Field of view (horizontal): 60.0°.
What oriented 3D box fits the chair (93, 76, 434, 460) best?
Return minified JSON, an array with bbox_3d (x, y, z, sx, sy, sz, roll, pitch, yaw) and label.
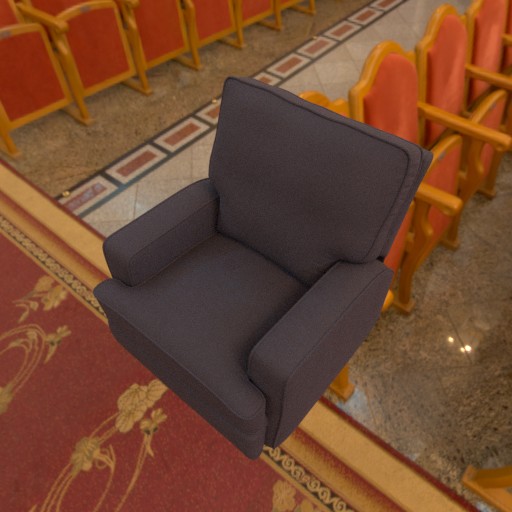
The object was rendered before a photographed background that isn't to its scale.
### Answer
[{"bbox_3d":[0.000,0.000,1.634,0.861,0.962,0.964,32,55,26],"label":"chair"}]
